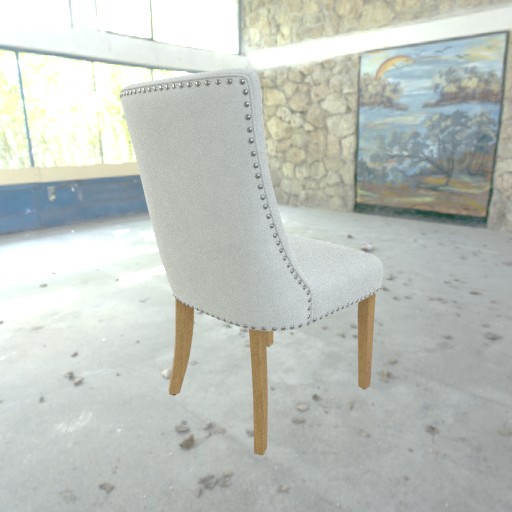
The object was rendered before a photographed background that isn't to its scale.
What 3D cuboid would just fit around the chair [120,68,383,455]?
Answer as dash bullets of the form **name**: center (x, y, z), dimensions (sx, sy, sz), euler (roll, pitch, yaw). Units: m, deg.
- **chair**: center (0.000, 0.000, 1.258), dimensions (0.610, 0.902, 0.495), euler (-14, 21, -43)
